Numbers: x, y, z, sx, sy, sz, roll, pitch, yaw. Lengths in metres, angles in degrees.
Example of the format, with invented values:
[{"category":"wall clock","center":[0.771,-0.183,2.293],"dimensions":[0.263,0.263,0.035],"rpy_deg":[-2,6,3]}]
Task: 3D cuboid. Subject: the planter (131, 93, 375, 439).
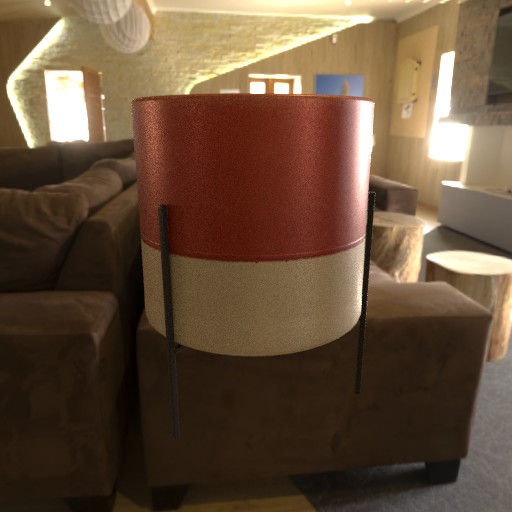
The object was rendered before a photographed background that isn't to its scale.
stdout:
[{"category":"planter","center":[0.000,0.000,0.705],"dimensions":[0.354,0.465,0.345],"rpy_deg":[2,16,8]}]
